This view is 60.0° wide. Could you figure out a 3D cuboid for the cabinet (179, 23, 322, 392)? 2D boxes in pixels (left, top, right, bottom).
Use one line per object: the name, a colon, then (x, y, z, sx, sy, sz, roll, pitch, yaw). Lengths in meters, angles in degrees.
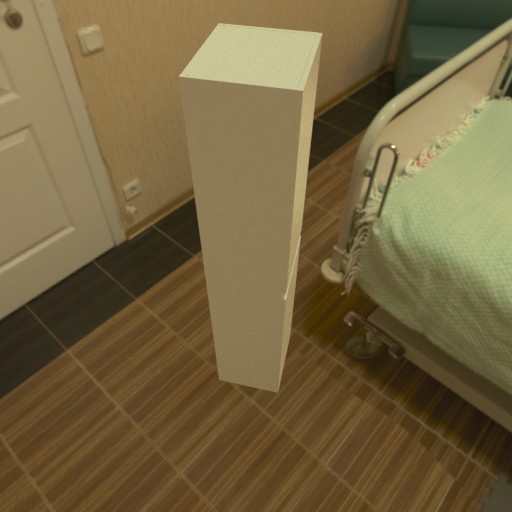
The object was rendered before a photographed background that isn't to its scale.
cabinet: (0.000, 0.000, 1.545, 0.269, 1.400, 0.300, 10, 49, 9)
